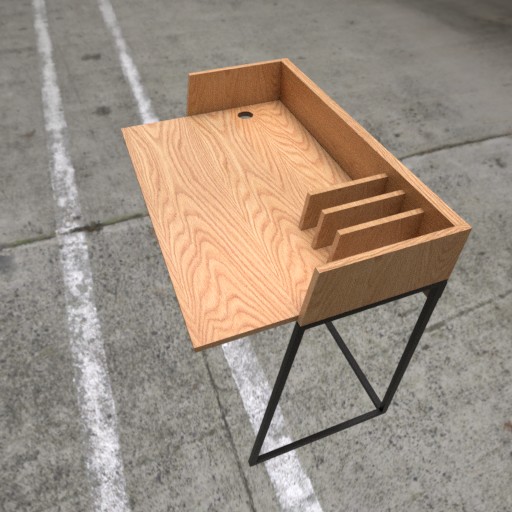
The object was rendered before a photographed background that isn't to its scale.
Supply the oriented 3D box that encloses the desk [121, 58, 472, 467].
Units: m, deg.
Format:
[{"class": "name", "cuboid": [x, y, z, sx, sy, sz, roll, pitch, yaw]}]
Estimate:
[{"class": "desk", "cuboid": [0.000, 0.000, 1.824, 0.769, 1.061, 1.191, -15, 47, -15]}]
